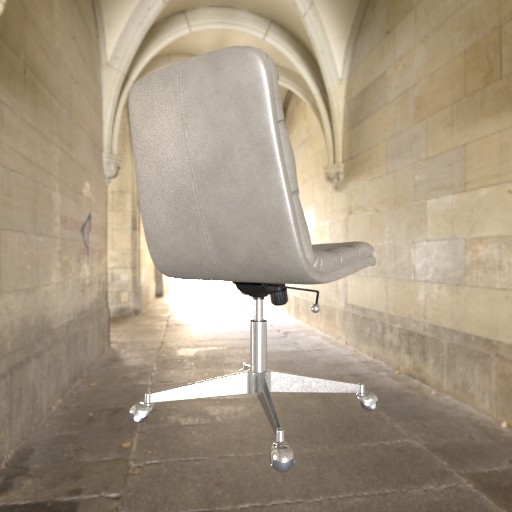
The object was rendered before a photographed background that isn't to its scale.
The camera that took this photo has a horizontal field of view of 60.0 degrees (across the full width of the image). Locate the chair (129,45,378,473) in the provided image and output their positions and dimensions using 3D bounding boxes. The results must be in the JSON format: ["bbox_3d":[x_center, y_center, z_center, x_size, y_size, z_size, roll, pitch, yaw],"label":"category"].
[{"bbox_3d":[0.000,0.000,1.014,0.422,0.738,0.485,0,0,36],"label":"chair"}]
